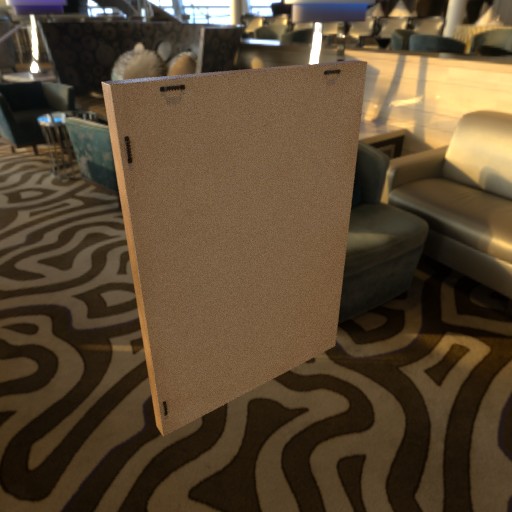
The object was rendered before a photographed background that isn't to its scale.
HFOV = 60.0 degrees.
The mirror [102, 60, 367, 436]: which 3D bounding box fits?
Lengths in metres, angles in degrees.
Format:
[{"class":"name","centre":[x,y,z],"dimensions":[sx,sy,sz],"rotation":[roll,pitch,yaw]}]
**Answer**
[{"class":"mirror","centre":[0.000,0.000,0.913],"dimensions":[0.508,0.711,0.039],"rotation":[-19,34,-30]}]
